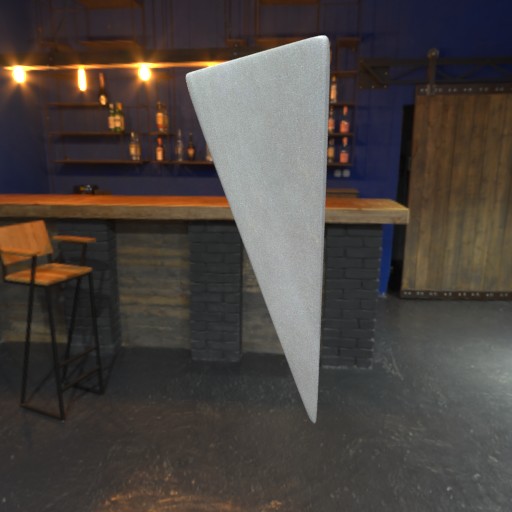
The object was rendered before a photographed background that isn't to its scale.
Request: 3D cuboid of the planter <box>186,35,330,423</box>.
[{"bbox_3d":[0.000,0.000,0.157,0.047,0.130,0.058,2,13,7],"label":"planter"}]
